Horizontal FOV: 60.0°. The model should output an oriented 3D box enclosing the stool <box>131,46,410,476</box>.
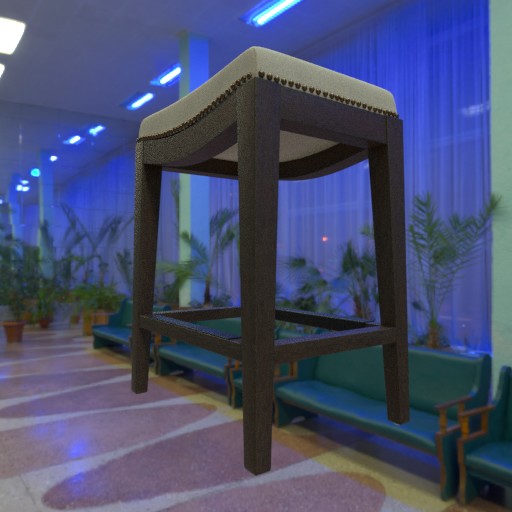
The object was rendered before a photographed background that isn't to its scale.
[{"bbox_3d":[0.000,0.000,0.941,0.361,0.642,0.500,0,0,-36],"label":"stool"}]
